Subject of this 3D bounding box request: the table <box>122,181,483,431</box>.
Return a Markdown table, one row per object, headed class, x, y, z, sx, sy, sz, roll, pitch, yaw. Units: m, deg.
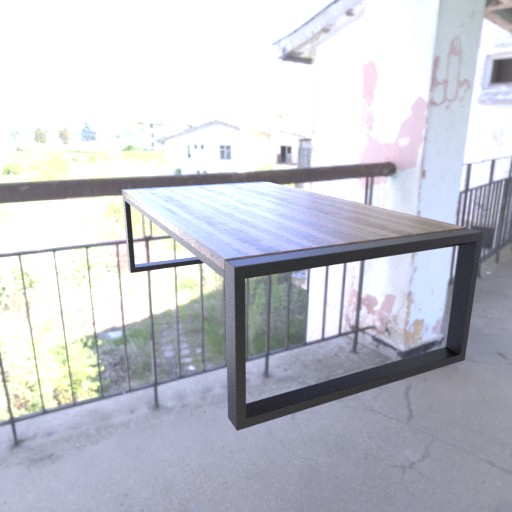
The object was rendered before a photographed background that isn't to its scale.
| class | x | y | z | sx | sy | sz | roll | pitch | yaw |
| --- | --- | --- | --- | --- | --- | --- | --- | --- | --- |
| table | 0.000 | 0.000 | 1.712 | 0.750 | 0.400 | 1.350 | -8 | 18 | -25 |
